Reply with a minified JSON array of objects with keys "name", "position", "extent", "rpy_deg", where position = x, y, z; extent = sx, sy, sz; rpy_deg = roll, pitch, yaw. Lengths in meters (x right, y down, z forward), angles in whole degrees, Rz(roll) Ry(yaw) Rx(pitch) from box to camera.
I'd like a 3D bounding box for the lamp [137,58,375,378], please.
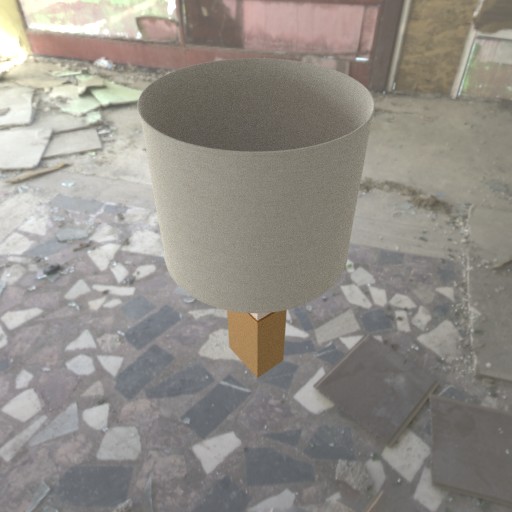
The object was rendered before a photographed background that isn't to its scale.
[{"name":"lamp","position":[0.000,0.000,0.572],"extent":[0.229,0.417,0.229],"rpy_deg":[-27,48,-28]}]
